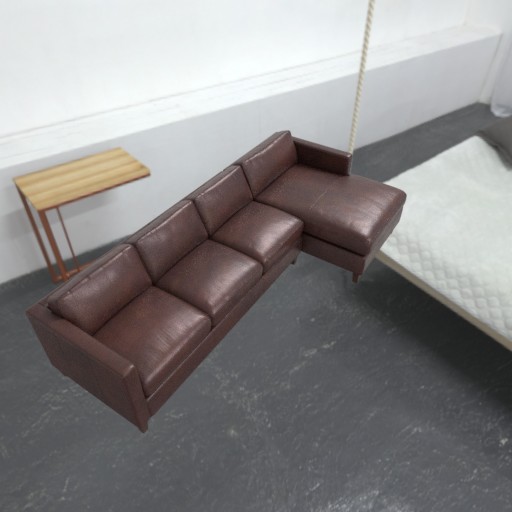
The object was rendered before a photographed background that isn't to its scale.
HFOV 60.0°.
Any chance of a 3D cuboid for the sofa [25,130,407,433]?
[{"bbox_3d":[0.000,0.000,3.809,1.581,0.883,3.203,24,46,25],"label":"sofa"}]
